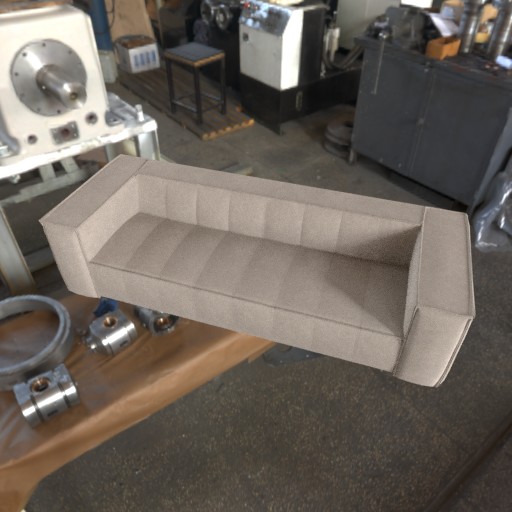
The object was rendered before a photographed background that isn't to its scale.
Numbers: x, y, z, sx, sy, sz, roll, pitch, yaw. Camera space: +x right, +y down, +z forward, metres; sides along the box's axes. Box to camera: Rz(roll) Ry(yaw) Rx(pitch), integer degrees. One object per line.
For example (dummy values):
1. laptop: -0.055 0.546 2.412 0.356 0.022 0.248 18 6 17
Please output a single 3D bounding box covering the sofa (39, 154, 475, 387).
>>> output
1. sofa: 0.000 0.000 3.113 2.697 0.680 1.038 12 42 14
